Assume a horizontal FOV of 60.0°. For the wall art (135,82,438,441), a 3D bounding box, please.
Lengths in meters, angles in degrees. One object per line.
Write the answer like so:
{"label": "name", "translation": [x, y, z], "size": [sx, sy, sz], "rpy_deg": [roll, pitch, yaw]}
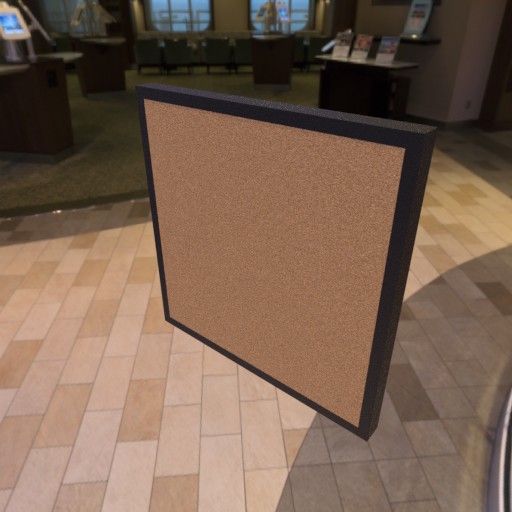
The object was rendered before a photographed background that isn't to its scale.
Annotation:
{"label": "wall art", "translation": [0.000, 0.000, 0.760], "size": [0.508, 0.508, 0.038], "rpy_deg": [22, 37, 33]}
